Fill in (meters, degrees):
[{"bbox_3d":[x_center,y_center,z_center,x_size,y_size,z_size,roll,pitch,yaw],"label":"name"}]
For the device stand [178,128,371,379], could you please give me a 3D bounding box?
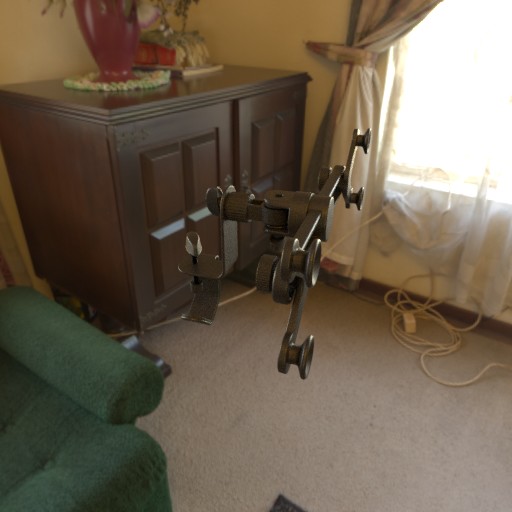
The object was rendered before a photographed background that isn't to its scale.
[{"bbox_3d":[0.000,0.000,0.366,0.142,0.166,0.270,9,30,16],"label":"device stand"}]
